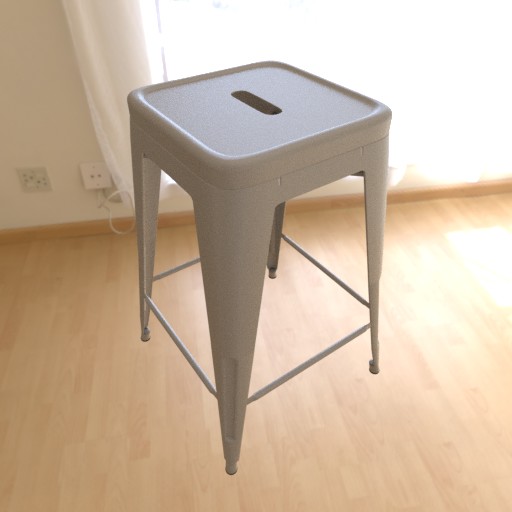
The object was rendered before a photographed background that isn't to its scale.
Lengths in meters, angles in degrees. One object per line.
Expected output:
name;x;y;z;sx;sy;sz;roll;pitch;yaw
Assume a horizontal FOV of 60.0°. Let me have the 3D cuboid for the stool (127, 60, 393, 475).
stool;0.000;0.000;0.853;0.410;0.608;0.410;-24;46;-26
